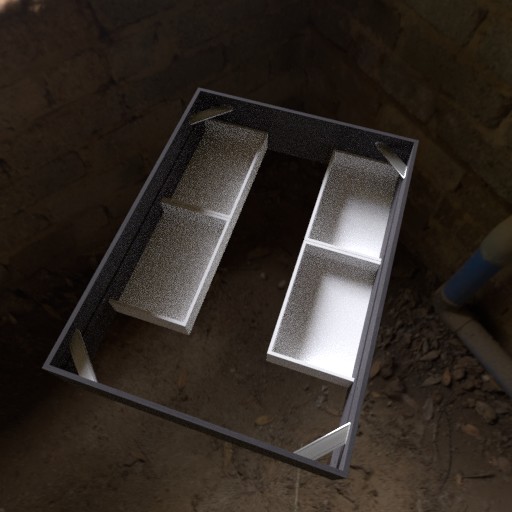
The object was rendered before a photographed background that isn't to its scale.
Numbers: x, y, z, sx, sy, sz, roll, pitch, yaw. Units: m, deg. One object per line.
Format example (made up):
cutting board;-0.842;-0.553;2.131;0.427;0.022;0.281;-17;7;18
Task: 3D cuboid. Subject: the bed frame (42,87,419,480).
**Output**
bed frame;0.000;0.000;2.556;1.448;0.459;1.944;16;63;8
